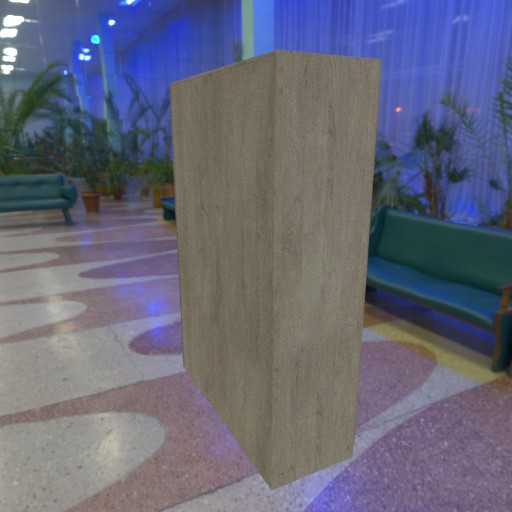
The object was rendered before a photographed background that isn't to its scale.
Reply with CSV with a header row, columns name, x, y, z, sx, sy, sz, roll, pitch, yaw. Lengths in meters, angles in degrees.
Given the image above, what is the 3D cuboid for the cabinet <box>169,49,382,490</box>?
name,x,y,z,sx,sy,sz,roll,pitch,yaw
cabinet,0.000,0.000,2.495,0.510,1.910,1.290,-8,18,-26
